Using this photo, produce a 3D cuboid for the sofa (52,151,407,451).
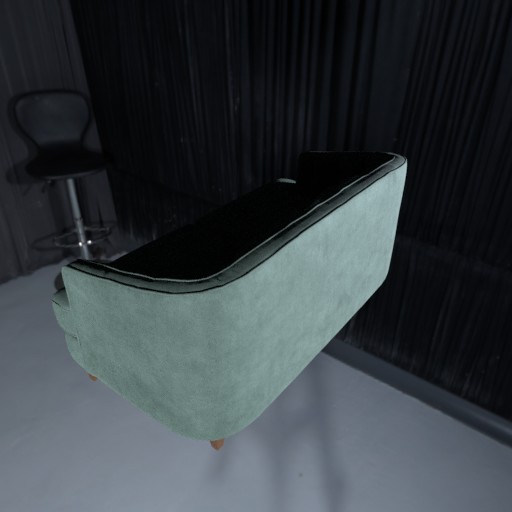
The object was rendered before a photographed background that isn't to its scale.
[{"bbox_3d":[0.000,0.000,2.231,0.941,0.855,1.733,22,38,32],"label":"sofa"}]
